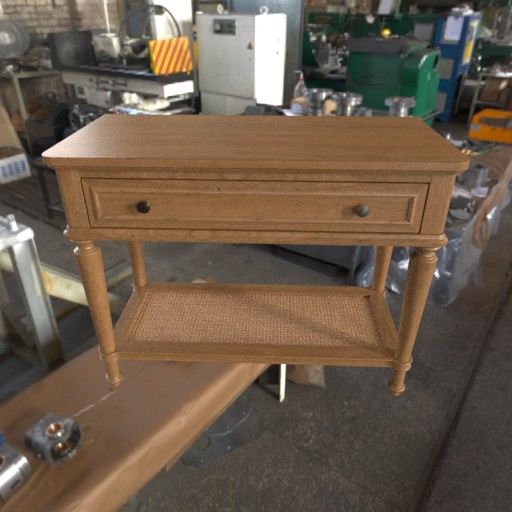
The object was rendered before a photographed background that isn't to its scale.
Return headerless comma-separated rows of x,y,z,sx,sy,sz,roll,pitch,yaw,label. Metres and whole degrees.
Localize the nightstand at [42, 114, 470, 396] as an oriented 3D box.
0.000,0.000,1.280,0.914,0.700,0.432,1,29,2,nightstand
